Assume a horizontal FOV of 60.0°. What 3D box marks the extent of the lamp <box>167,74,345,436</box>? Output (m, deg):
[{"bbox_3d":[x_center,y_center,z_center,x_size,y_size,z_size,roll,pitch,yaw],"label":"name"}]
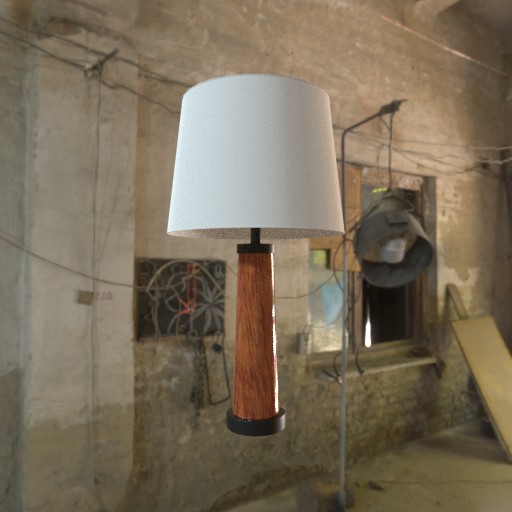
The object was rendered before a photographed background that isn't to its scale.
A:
[{"bbox_3d":[0.000,0.000,0.880,0.349,0.667,0.349,0,-1,0],"label":"lamp"}]
